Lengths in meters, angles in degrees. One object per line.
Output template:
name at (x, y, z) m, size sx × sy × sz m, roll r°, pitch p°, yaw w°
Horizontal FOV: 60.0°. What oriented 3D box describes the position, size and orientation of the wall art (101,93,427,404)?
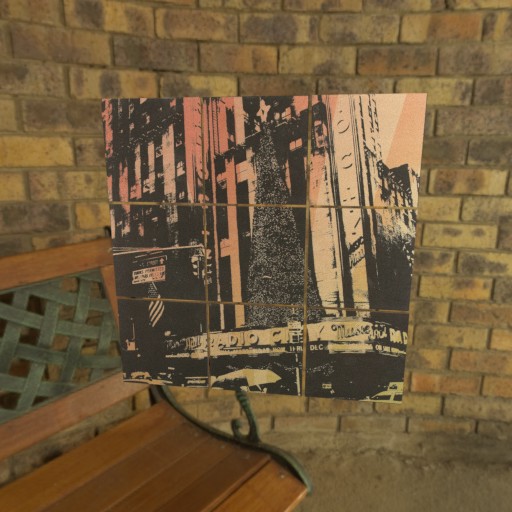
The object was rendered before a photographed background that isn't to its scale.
wall art at (0.000, 0.000, 1.346) m, size 0.919 × 0.917 × 0.010 m, roll 2°, pitch 14°, yaw 8°
